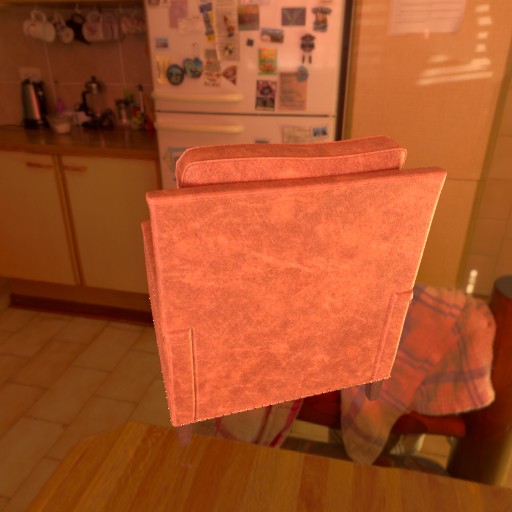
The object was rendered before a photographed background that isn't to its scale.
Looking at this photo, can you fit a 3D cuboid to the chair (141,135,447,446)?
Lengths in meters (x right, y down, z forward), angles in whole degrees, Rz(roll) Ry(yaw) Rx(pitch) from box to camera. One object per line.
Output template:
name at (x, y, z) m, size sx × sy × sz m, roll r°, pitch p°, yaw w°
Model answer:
chair at (0.000, 0.000, 1.794) m, size 0.854 × 1.054 × 1.035 m, roll -8°, pitch 27°, yaw -15°
